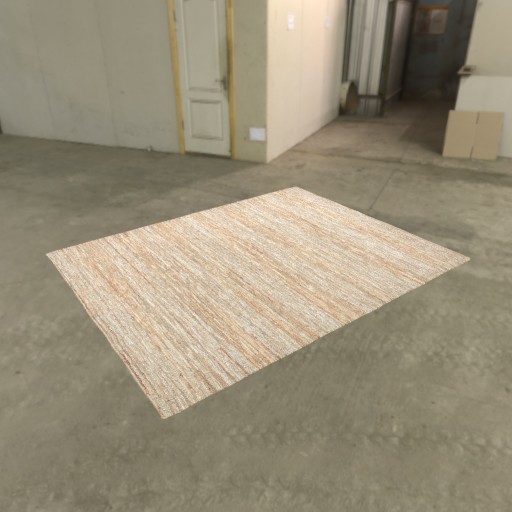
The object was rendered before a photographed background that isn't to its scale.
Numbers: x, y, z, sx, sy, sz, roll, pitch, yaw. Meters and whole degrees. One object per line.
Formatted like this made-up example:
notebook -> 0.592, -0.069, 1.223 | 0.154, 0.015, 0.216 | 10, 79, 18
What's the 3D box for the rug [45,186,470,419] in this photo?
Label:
rug -> 0.000, 0.000, 3.877 | 2.939, 0.009, 2.313 | -20, 34, -32
